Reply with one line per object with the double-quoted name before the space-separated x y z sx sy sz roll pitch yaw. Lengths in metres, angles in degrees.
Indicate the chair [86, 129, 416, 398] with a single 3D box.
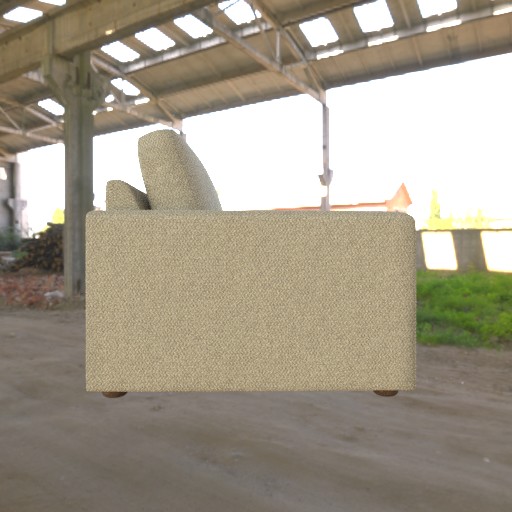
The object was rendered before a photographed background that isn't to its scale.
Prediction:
"chair" 0.000 0.000 1.795 1.016 0.873 1.005 0 0 -1
